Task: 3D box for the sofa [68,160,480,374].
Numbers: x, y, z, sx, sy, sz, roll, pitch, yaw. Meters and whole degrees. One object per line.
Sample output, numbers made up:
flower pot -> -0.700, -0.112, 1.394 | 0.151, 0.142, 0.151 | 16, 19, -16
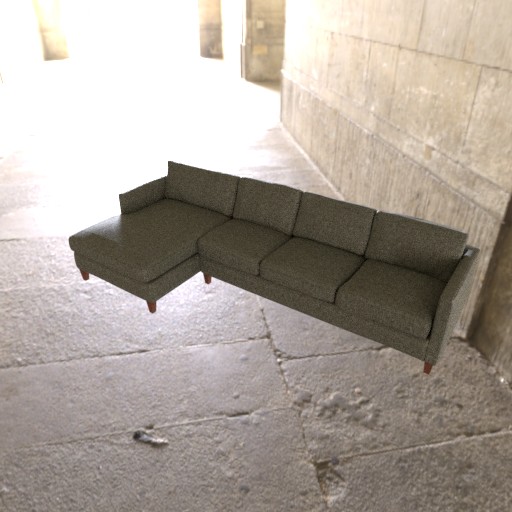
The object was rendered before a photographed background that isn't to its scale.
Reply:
sofa -> 0.000, 0.000, 4.106 | 3.485, 0.960, 1.635 | 19, 35, 29
